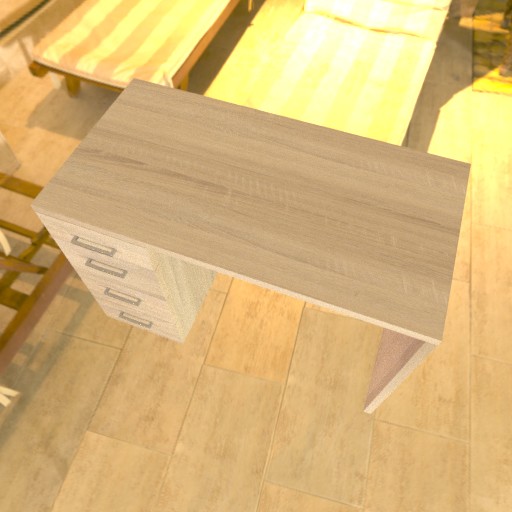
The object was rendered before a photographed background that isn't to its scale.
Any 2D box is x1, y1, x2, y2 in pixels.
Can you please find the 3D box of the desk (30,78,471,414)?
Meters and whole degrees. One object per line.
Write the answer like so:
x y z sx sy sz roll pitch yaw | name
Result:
0.000 0.000 1.543 1.100 0.731 0.600 18 60 11 | desk
